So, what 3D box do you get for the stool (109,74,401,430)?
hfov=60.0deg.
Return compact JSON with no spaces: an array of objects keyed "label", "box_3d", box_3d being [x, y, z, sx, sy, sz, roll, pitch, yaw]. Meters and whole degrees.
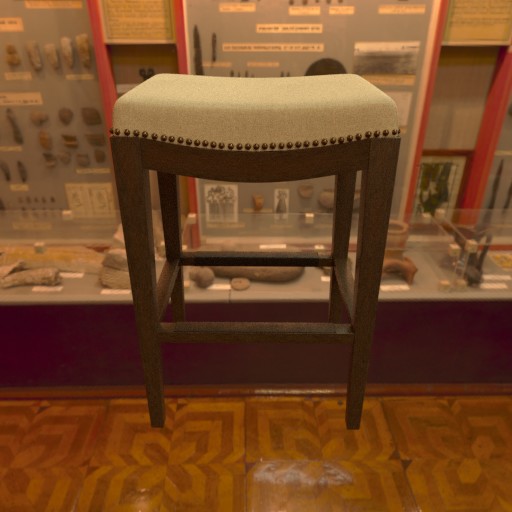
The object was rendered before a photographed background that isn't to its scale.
[{"label":"stool","box_3d":[0.000,0.000,1.033,0.498,0.759,0.358,0,29,1]}]
